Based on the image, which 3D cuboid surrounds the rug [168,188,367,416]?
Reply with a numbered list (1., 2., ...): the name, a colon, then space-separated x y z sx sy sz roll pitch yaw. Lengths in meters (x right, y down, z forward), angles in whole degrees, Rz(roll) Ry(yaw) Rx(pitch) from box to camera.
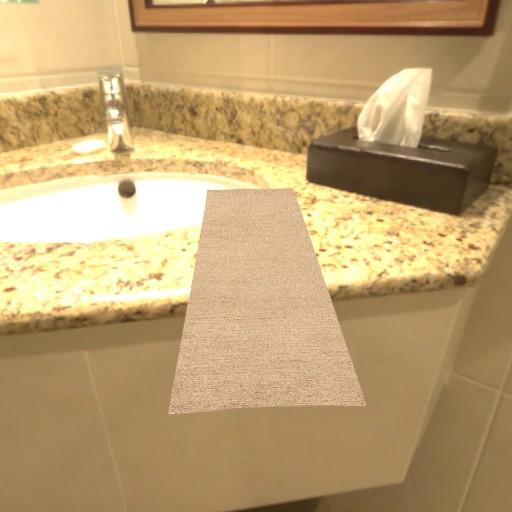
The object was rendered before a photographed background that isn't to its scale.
1. rug: 0.000 0.000 2.599 0.712 0.013 2.346 -1 28 -2
